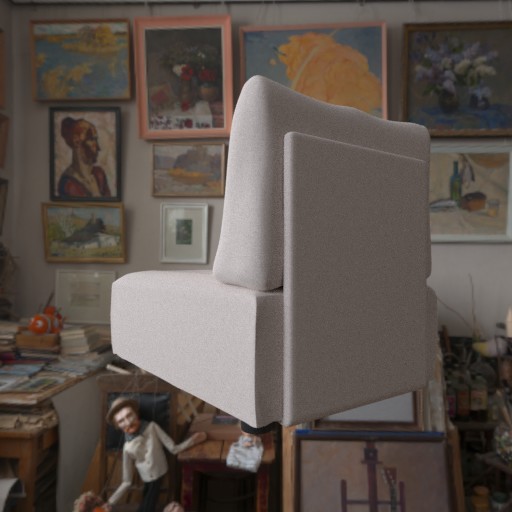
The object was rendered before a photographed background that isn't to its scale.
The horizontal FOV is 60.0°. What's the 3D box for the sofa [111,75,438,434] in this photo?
[{"bbox_3d":[0.000,0.000,1.554,0.700,0.820,1.000,0,-1,-36],"label":"sofa"}]
